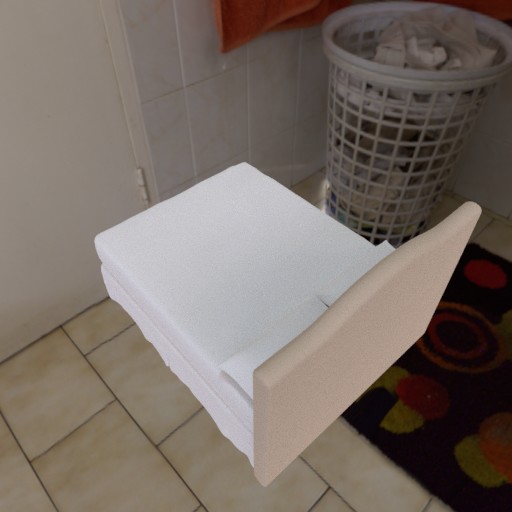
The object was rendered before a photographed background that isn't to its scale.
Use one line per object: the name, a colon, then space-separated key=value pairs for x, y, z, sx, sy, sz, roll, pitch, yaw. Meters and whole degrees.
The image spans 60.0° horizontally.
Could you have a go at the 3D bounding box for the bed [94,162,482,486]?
bed: x=0.000 y=0.000 z=3.099 sx=1.678 sy=1.398 sz=2.052 roll=-32 pitch=54 yaw=-28
